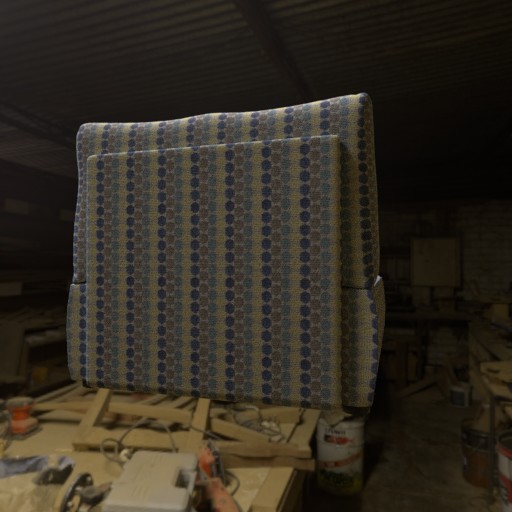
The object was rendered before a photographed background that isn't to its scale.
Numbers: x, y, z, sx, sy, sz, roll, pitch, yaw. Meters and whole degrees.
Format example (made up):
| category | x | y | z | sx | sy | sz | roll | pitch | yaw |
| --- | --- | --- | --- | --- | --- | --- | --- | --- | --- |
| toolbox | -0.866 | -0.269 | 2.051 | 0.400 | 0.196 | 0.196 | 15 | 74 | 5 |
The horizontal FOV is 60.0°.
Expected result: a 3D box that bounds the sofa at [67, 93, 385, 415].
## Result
| category | x | y | z | sx | sy | sz | roll | pitch | yaw |
| --- | --- | --- | --- | --- | --- | --- | --- | --- | --- |
| sofa | 0.000 | 0.000 | 1.690 | 0.930 | 0.830 | 1.000 | 0 | -1 | 17 |
